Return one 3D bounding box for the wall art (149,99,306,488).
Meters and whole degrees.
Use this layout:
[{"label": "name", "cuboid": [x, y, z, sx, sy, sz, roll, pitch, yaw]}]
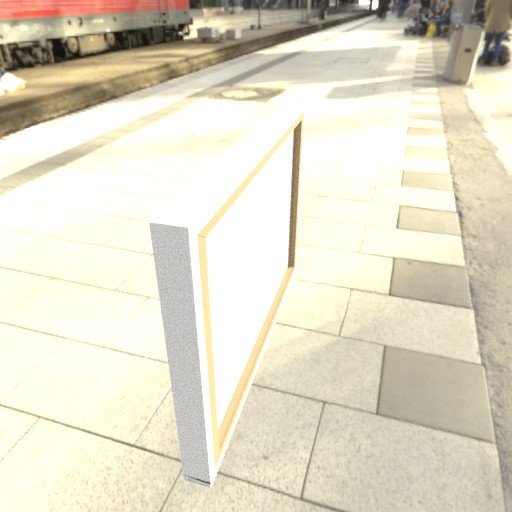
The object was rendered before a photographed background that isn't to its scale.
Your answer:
[{"label": "wall art", "cuboid": [0.000, 0.000, 0.781, 0.042, 0.414, 0.608, 8, 32, 14]}]
